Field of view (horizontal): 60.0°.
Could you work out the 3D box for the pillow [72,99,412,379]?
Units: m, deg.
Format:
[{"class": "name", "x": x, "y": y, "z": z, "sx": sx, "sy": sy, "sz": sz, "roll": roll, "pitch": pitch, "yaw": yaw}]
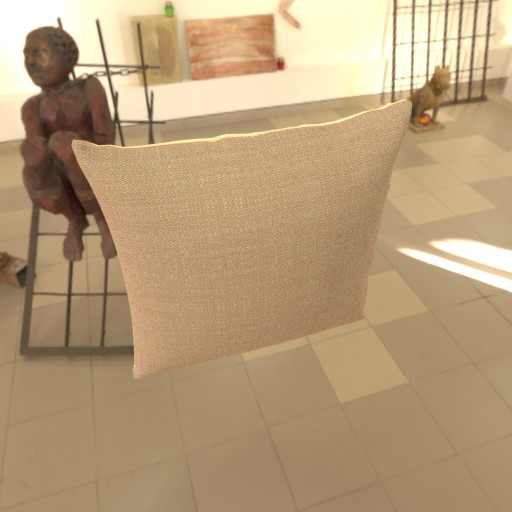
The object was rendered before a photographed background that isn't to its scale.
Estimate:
[{"class": "pillow", "x": 0.000, "y": 0.000, "z": 0.797, "sx": 0.521, "sy": 0.519, "sz": 0.215, "roll": -12, "pitch": 42, "yaw": -14}]
